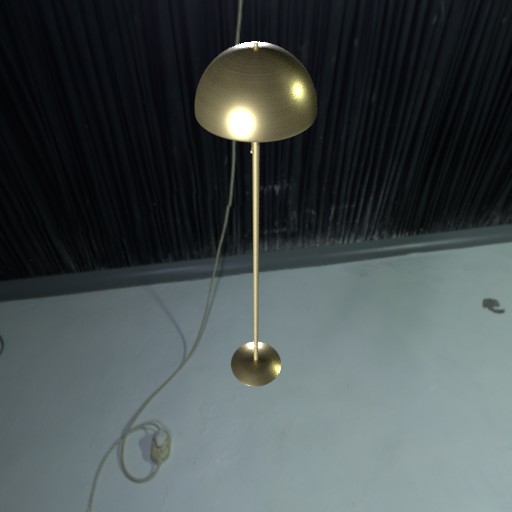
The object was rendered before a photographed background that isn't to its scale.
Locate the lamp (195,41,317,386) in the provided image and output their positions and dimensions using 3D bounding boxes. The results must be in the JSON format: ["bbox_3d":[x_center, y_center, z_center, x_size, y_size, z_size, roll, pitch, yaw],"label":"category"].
[{"bbox_3d":[0.000,0.000,1.602,0.328,1.480,0.328,-10,47,-10],"label":"lamp"}]
